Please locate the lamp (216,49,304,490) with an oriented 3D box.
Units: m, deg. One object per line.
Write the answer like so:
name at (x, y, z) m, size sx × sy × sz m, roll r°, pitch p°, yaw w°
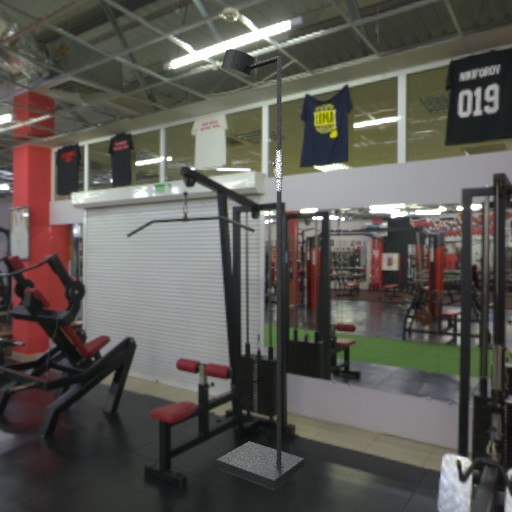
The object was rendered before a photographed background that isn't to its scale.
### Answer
lamp at (0.000, 0.000, 1.674) m, size 0.304 × 1.600 × 0.203 m, roll 0°, pitch 0°, yaw 36°
